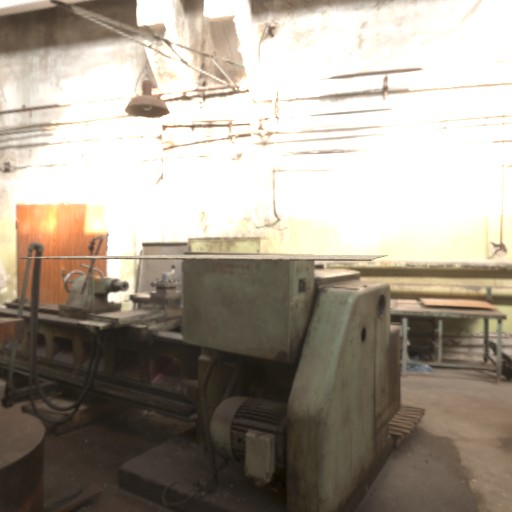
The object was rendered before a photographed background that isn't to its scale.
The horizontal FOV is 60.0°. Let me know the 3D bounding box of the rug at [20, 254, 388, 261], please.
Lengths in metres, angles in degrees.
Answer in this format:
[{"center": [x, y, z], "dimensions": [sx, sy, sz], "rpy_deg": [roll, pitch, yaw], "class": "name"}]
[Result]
[{"center": [0.000, 0.000, 2.747], "dimensions": [1.522, 0.013, 2.133], "rpy_deg": [0, 1, 18], "class": "rug"}]
